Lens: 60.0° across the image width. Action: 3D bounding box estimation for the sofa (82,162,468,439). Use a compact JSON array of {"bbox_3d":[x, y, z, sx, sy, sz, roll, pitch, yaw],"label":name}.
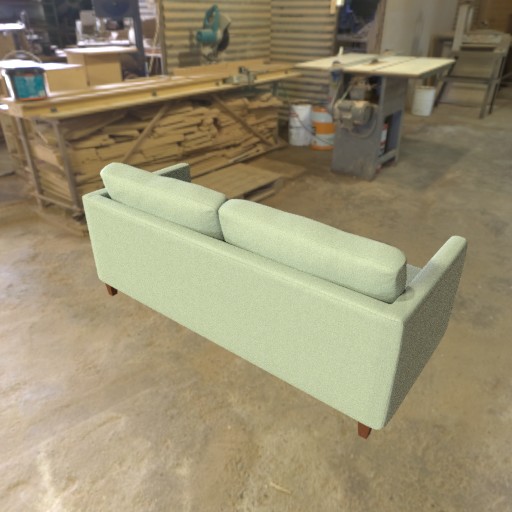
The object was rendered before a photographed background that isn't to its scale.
[{"bbox_3d":[0.000,0.000,2.760,2.208,0.965,0.951,21,35,32],"label":"sofa"}]
